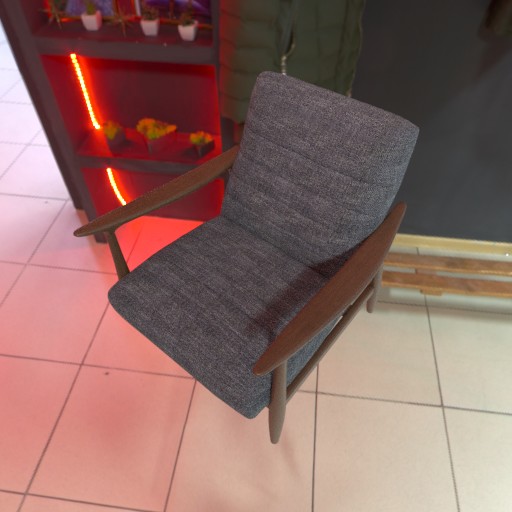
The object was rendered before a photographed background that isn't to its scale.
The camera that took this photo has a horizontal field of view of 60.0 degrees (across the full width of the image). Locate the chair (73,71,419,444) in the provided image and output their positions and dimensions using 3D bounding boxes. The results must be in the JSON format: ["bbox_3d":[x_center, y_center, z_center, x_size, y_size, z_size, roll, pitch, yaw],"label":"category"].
[{"bbox_3d":[0.000,0.000,1.439,0.741,0.832,0.798,32,55,26],"label":"chair"}]
